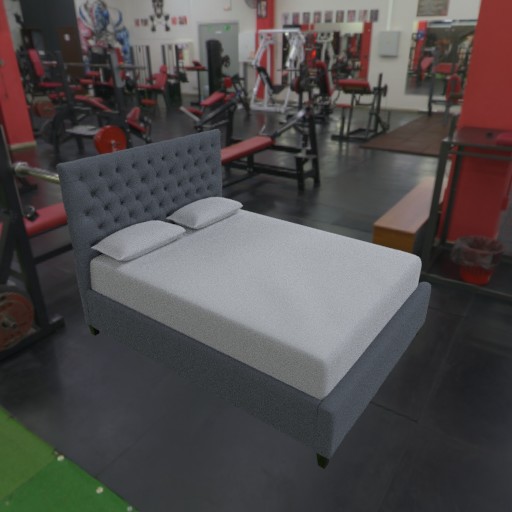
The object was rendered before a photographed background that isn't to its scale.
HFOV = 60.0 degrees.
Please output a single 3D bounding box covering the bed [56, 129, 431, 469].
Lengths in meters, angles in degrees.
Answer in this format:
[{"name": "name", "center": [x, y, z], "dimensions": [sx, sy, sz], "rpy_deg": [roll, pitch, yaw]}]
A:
[{"name": "bed", "center": [0.000, 0.000, 3.365], "dimensions": [2.231, 1.427, 1.698], "rpy_deg": [18, 31, 32]}]
